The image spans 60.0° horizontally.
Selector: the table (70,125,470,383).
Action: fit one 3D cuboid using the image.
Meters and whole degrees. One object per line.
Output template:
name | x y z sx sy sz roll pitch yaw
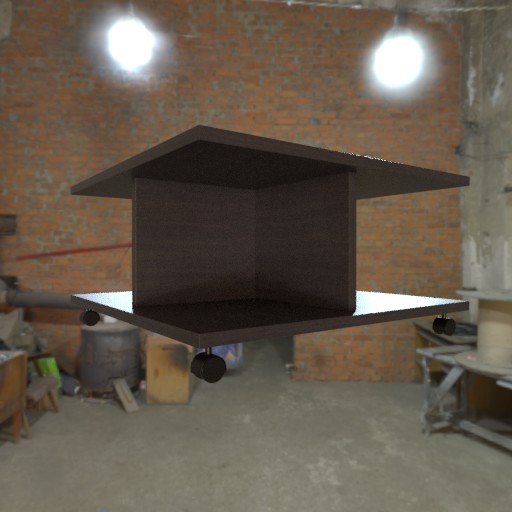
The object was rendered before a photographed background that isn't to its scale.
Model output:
table | 0.000 0.000 1.187 0.762 0.396 0.762 0 0 -36
